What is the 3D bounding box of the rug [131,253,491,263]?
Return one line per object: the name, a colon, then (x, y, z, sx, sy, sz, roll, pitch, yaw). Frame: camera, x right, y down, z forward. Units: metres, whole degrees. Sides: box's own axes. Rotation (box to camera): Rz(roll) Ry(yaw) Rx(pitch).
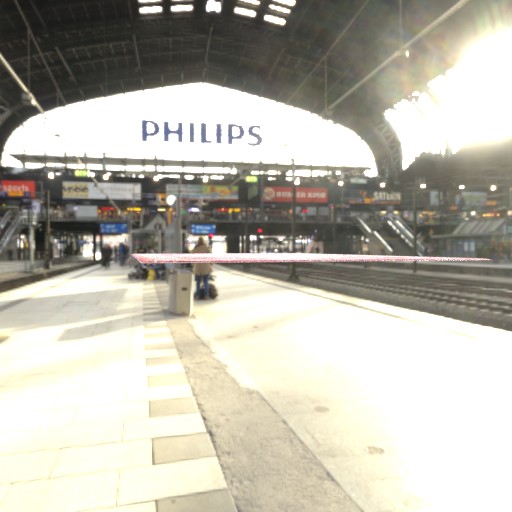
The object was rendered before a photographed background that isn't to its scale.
rug: (0.000, 0.000, 2.289, 1.219, 0.006, 1.829, 0, 1, -17)
